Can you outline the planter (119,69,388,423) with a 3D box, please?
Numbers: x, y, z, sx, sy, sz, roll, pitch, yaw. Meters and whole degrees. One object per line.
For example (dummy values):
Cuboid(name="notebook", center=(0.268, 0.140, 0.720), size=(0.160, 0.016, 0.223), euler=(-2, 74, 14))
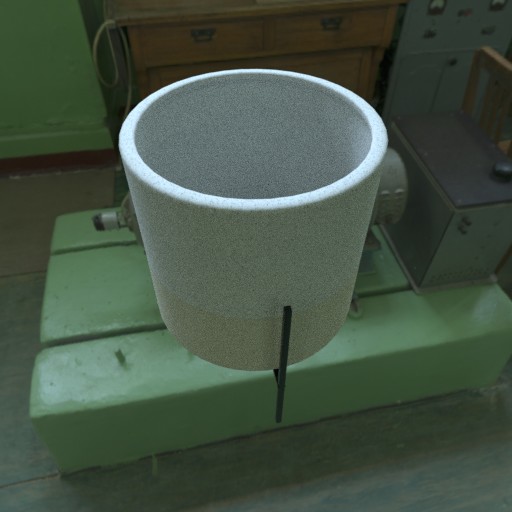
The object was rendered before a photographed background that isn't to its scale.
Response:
Cuboid(name="planter", center=(0.000, 0.000, 0.662), size=(0.313, 0.423, 0.335), euler=(-10, 47, -9))
